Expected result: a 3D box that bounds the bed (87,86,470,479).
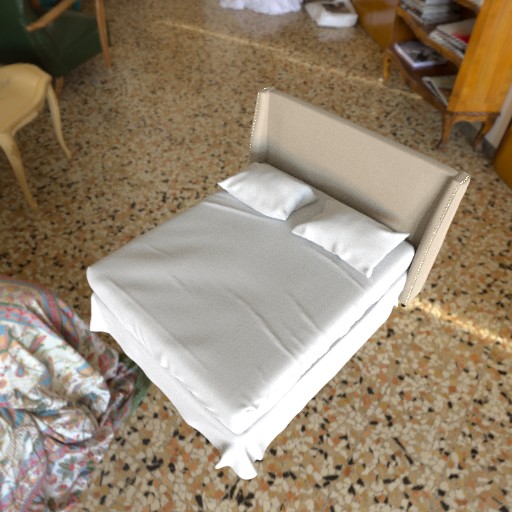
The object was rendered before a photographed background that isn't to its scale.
[{"bbox_3d":[0.000,0.000,3.377,1.925,1.332,2.276,35,56,29],"label":"bed"}]
